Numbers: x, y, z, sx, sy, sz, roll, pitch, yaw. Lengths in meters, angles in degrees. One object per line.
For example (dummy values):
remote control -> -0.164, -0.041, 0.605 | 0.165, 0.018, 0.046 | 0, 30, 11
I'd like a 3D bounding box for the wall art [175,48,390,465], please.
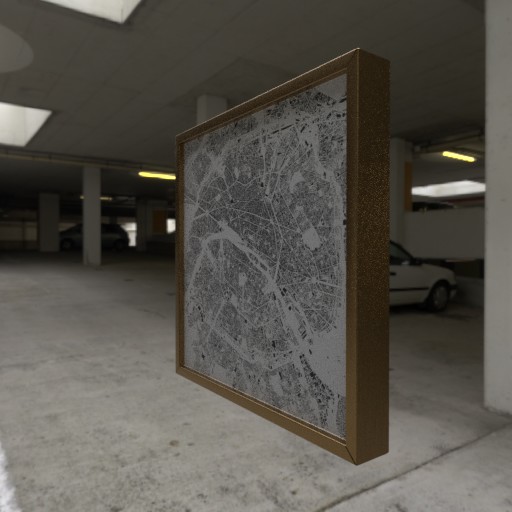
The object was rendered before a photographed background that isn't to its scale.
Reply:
wall art -> 0.000, 0.000, 0.457 | 0.037, 0.305, 0.305 | 0, 1, -36
